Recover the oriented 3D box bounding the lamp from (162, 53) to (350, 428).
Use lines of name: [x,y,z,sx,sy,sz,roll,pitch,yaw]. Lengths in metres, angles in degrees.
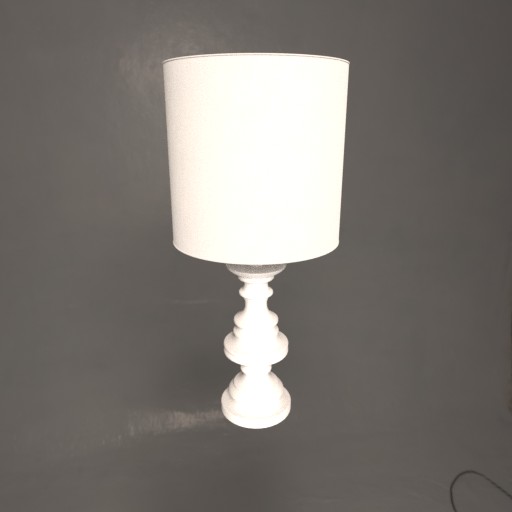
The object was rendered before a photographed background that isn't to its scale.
lamp: [0.000,0.000,0.573,0.208,0.455,0.208,-3,18,-8]
